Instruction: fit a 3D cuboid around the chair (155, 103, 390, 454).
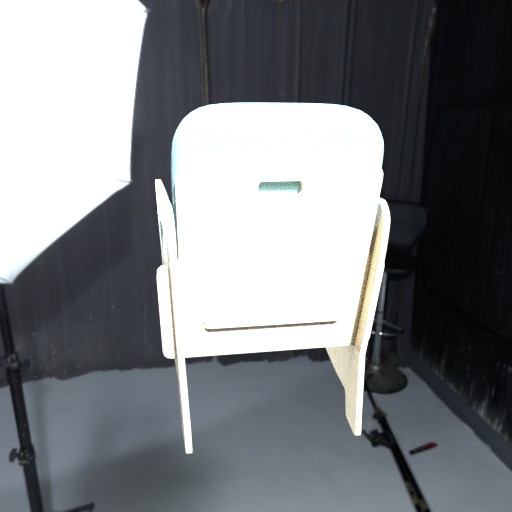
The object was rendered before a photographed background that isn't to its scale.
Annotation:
[{"bbox_3d":[0.000,0.000,1.275,0.590,0.800,0.710,-2,16,-8],"label":"chair"}]
